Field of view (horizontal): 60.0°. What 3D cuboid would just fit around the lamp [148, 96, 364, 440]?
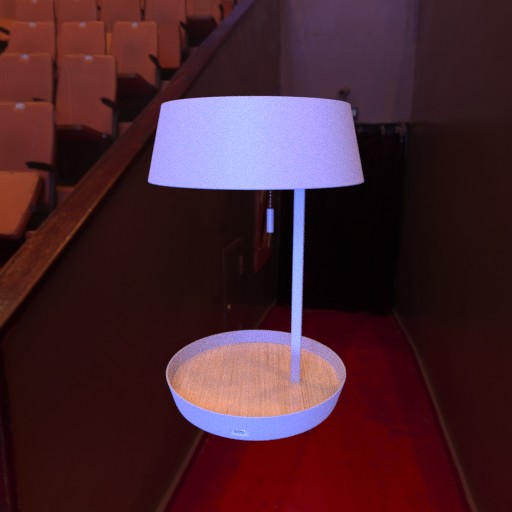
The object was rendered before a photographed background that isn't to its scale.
[{"bbox_3d":[0.000,0.000,0.639,0.291,0.429,0.291,0,14,0],"label":"lamp"}]
